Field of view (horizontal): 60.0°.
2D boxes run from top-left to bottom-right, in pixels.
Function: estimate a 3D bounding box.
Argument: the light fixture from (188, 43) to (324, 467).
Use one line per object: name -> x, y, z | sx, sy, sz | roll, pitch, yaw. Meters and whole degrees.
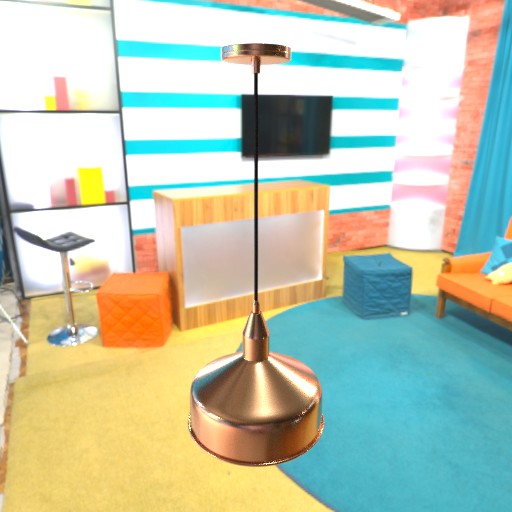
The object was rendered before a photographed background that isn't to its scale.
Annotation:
light fixture -> 0.000, 0.000, 0.881 | 0.301, 0.754, 0.301 | 8, 18, 25
